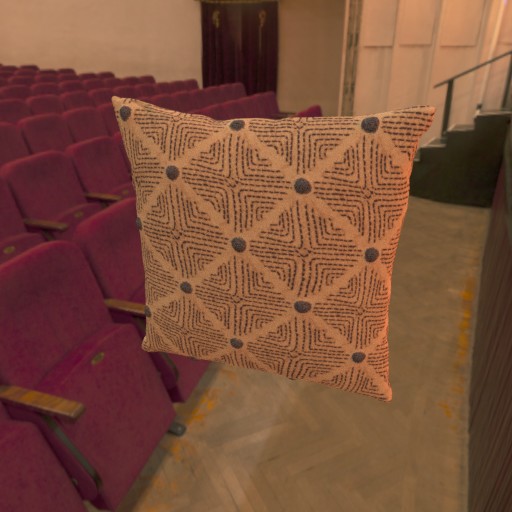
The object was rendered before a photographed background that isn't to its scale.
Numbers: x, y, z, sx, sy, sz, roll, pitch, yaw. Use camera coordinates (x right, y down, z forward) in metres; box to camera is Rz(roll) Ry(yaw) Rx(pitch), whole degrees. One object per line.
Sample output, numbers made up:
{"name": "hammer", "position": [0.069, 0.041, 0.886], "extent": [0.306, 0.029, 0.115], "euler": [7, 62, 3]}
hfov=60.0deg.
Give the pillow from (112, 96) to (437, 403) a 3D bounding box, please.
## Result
{"name": "pillow", "position": [0.000, 0.000, 0.764], "extent": [0.510, 0.510, 0.145], "euler": [8, 26, 17]}
